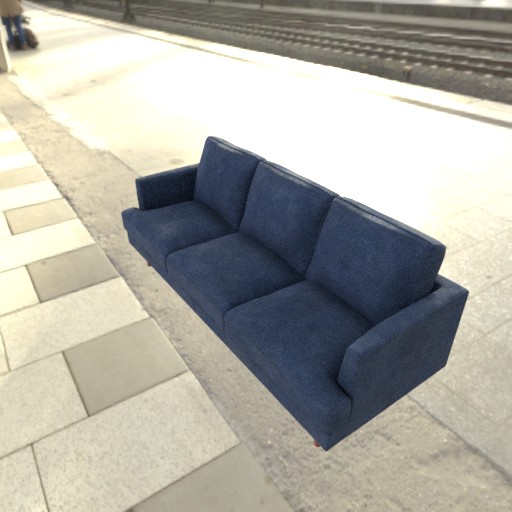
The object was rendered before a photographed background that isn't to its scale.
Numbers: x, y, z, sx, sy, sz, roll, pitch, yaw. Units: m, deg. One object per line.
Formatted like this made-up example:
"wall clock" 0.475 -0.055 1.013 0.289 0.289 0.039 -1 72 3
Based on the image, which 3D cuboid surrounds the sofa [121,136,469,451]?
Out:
"sofa" 0.000 0.000 2.727 0.903 0.930 2.246 -21 38 -30
